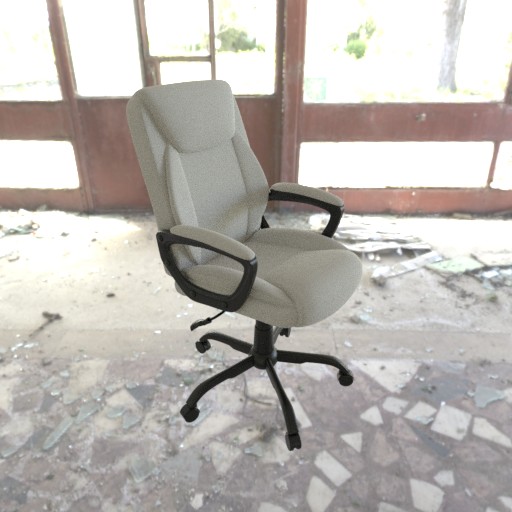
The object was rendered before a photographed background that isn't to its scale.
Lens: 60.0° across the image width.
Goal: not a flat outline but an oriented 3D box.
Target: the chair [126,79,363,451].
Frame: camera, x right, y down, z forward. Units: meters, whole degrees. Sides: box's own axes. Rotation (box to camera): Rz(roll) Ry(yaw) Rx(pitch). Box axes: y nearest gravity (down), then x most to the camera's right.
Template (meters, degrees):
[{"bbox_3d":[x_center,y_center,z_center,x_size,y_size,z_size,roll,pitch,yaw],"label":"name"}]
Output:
[{"bbox_3d":[0.000,0.000,1.486,0.669,1.065,0.663,19,32,33],"label":"chair"}]
